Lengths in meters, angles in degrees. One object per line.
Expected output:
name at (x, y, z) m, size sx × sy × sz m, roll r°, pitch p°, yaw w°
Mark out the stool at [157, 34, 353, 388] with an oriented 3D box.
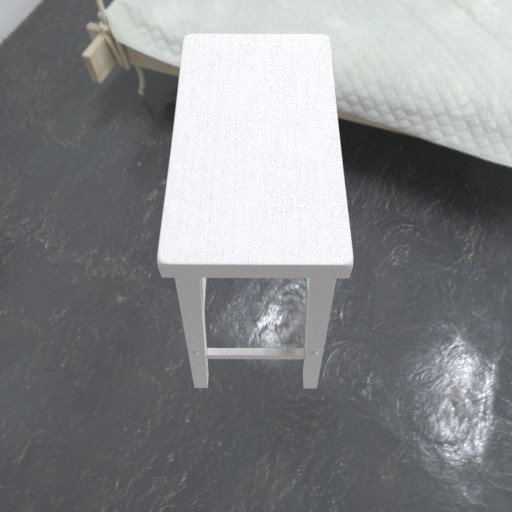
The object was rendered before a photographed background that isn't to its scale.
stool at (0.000, 0.000, 0.934) m, size 0.322 × 0.742 × 0.406 m, roll 0°, pitch 63°, yaw 0°
